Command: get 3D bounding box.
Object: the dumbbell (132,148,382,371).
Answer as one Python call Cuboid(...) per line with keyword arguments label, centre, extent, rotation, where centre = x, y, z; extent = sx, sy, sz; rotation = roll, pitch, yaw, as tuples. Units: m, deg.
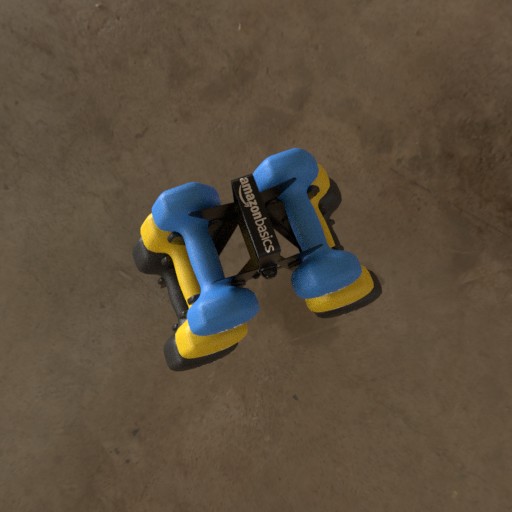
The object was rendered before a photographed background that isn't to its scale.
Cuboid(label="dumbbell", centre=(0.000, 0.000, 0.685), extent=(0.409, 0.426, 0.255), rotation=(-19, 78, -4))
